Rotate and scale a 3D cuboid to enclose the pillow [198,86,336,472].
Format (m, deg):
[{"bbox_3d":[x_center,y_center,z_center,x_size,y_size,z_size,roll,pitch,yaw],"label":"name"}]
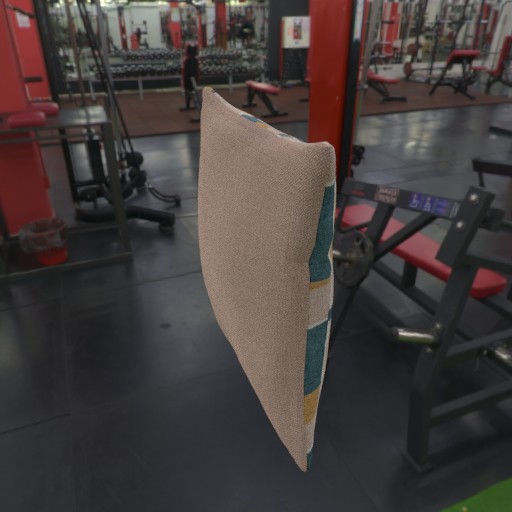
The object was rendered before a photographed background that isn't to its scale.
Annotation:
[{"bbox_3d":[0.000,0.000,0.735,0.158,0.479,0.478,-10,30,-18],"label":"pillow"}]
